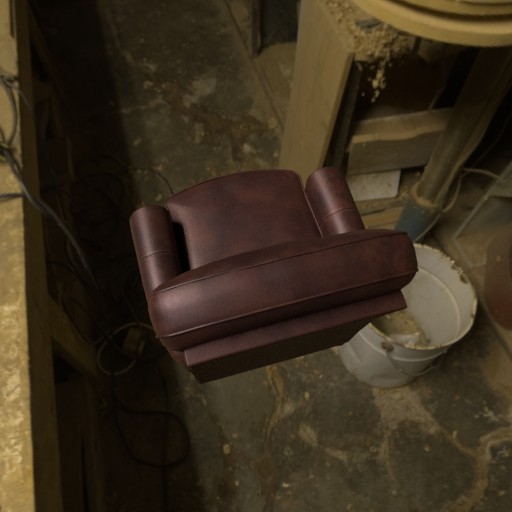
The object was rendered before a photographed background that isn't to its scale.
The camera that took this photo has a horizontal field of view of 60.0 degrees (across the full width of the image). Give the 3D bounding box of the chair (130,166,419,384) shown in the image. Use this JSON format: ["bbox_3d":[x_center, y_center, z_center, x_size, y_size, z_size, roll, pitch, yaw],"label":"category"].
[{"bbox_3d":[0.000,0.000,1.822,0.936,1.018,0.986,-14,60,-8],"label":"chair"}]
